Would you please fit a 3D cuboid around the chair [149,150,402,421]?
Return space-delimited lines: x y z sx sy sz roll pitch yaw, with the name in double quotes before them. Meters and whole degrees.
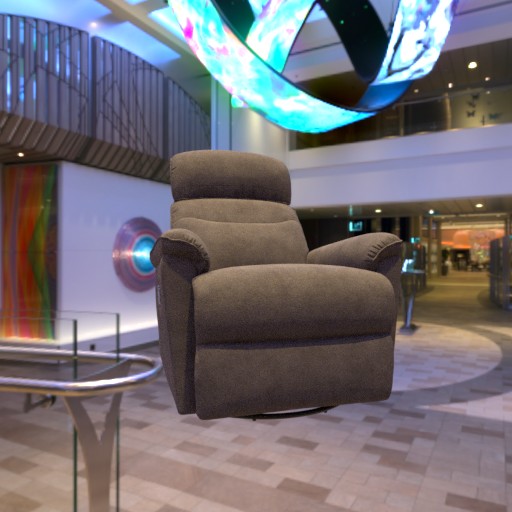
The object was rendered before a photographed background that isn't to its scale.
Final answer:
"chair" 0.000 0.000 1.786 0.830 1.036 1.009 0 0 -17
